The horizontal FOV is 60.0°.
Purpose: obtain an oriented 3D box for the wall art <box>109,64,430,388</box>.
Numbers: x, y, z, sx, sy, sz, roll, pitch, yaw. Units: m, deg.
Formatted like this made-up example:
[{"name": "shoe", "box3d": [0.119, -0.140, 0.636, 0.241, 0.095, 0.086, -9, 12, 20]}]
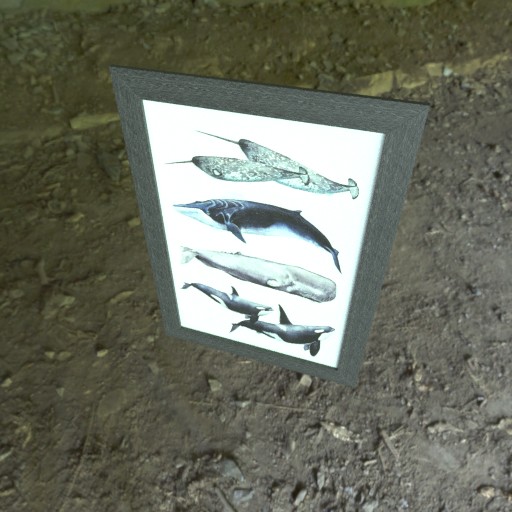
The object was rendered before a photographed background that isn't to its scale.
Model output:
[{"name": "wall art", "box3d": [0.000, 0.000, 1.443, 0.810, 1.116, 0.016, 12, 43, 14]}]
